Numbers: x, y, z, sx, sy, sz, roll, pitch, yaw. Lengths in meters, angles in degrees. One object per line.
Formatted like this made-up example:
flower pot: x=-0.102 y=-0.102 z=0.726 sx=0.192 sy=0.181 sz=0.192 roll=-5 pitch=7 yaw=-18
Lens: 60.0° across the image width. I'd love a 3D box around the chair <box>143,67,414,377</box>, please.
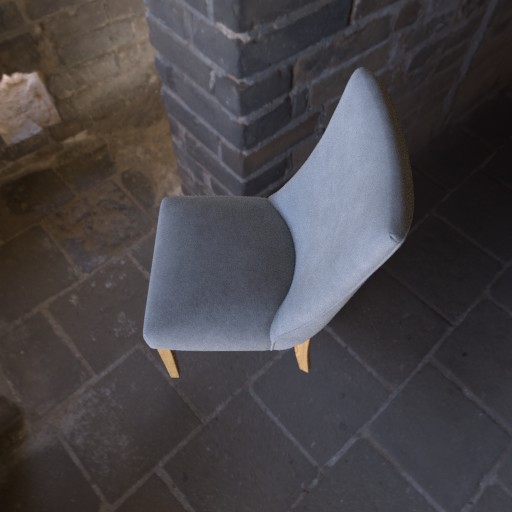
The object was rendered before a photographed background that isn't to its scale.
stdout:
chair: x=0.000 y=0.000 z=1.262 sx=0.610 sy=0.902 sz=0.495 roll=0 pitch=59 yaw=0
